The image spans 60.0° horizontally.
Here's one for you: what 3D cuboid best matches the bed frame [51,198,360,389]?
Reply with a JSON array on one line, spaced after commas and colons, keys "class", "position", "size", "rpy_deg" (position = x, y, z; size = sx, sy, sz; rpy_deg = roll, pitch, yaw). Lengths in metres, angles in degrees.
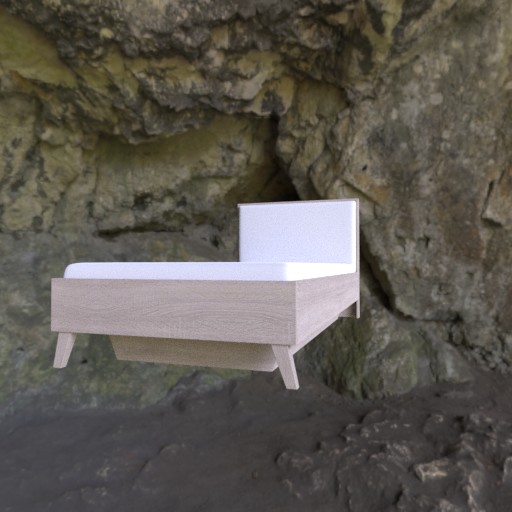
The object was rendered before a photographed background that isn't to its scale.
[{"class": "bed frame", "position": [0.000, 0.000, 2.612], "size": [0.990, 0.920, 2.140], "rpy_deg": [0, -1, 18]}]
